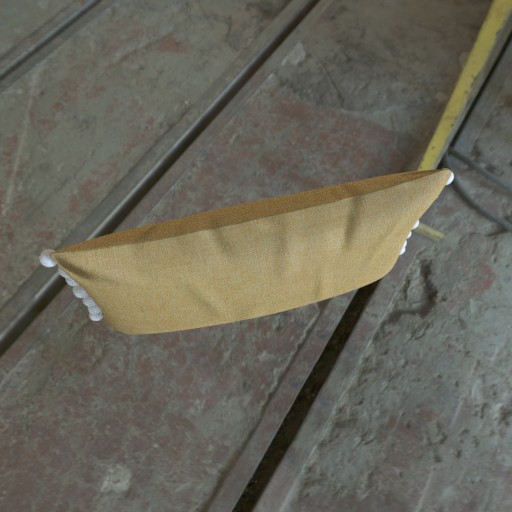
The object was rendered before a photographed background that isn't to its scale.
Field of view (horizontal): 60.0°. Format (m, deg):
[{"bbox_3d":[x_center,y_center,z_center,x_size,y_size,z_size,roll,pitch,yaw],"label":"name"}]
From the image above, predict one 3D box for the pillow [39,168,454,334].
[{"bbox_3d":[0.000,0.000,0.834,0.709,0.322,0.201,-12,64,-6],"label":"pillow"}]
